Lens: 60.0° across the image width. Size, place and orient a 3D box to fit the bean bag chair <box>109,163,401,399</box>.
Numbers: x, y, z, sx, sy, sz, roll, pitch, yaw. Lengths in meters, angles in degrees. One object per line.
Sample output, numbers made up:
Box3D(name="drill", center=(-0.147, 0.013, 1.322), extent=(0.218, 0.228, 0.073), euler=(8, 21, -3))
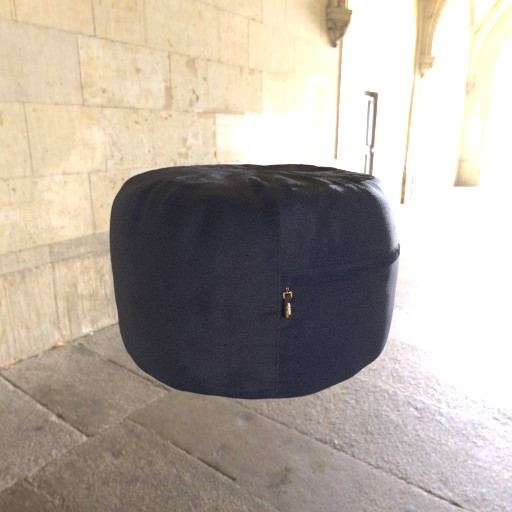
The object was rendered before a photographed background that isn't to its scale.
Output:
Box3D(name="bean bag chair", center=(0.000, 0.000, 1.959), extent=(1.219, 0.762, 1.219), euler=(0, 16, 0))
